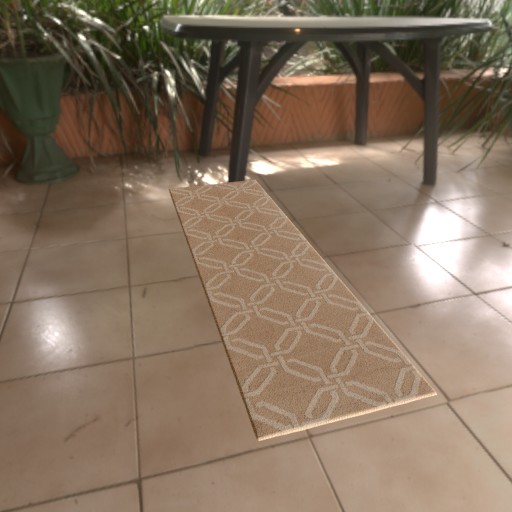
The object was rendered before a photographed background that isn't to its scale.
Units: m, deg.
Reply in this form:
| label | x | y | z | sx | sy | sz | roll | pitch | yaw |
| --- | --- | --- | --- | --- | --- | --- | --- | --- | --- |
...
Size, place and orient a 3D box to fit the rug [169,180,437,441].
| label | x | y | z | sx | sy | sz | roll | pitch | yaw |
| --- | --- | --- | --- | --- | --- | --- | --- | --- | --- |
| rug | 0.000 | 0.000 | 2.454 | 0.678 | 0.014 | 2.276 | -9 | 31 | -14 |
